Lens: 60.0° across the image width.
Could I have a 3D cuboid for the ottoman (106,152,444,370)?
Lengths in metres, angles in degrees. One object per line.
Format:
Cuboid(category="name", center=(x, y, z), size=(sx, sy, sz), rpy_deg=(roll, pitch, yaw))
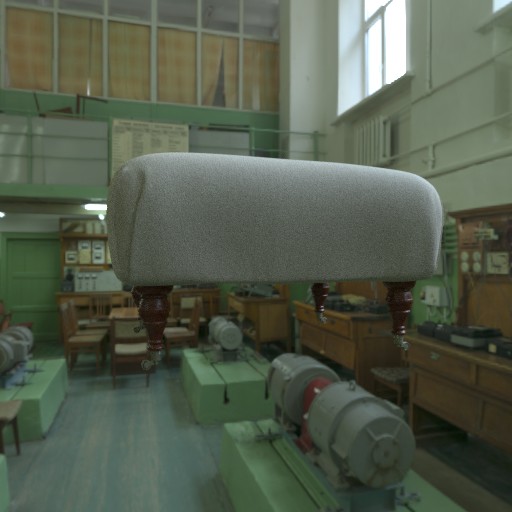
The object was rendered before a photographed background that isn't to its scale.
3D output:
Cuboid(category="ottoman", center=(0.000, 0.000, 1.176), size=(0.746, 0.450, 0.639), rpy_deg=(0, 0, -17))
